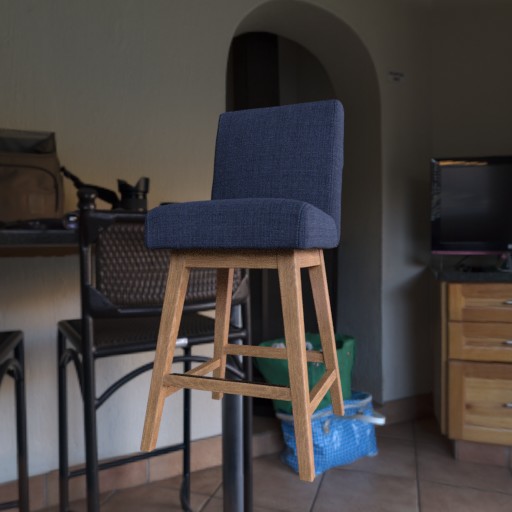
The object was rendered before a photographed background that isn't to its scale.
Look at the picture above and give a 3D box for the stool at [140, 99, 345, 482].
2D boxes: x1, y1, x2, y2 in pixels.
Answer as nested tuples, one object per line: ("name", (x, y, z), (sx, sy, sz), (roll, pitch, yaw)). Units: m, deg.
("stool", (0.000, 0.000, 1.306), (0.459, 1.010, 0.526), (0, 1, 20))
